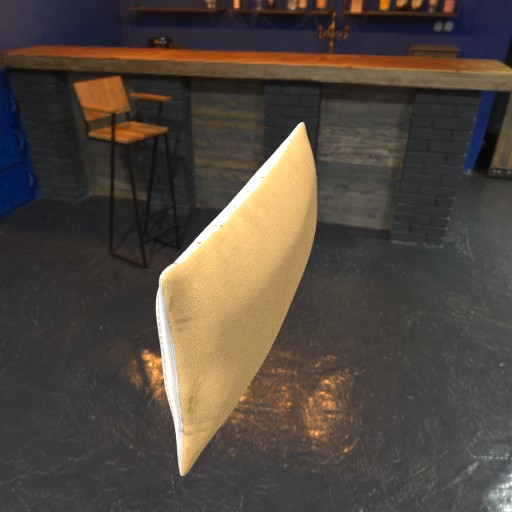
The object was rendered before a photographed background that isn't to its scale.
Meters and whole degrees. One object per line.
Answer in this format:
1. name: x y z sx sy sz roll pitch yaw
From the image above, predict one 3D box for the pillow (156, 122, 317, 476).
1. pillow: 0.000 0.000 0.722 0.151 0.291 0.608 9 31 15
